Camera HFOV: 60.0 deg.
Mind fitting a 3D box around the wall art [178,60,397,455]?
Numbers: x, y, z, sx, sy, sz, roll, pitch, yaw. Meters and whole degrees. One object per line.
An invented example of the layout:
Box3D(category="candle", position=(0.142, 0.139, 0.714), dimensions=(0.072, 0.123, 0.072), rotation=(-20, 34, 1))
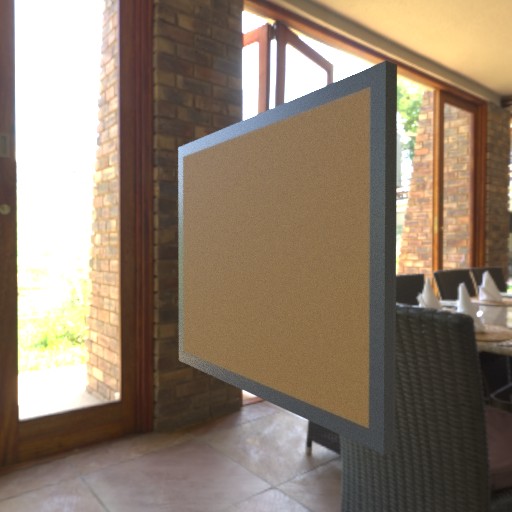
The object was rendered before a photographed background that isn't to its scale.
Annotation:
Box3D(category="wall art", position=(0.000, 0.000, 0.901), dimensions=(0.026, 0.558, 0.660), rotation=(-1, 1, -36))
